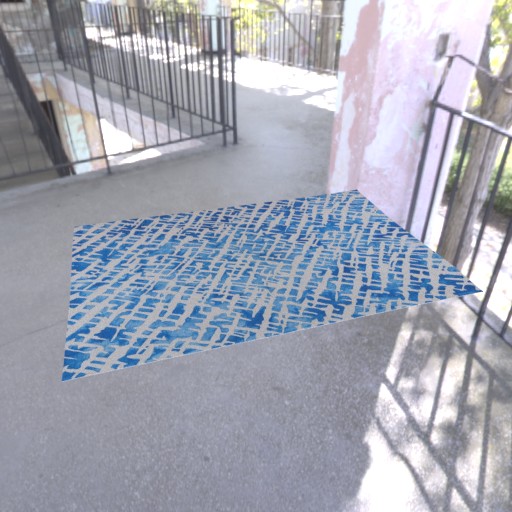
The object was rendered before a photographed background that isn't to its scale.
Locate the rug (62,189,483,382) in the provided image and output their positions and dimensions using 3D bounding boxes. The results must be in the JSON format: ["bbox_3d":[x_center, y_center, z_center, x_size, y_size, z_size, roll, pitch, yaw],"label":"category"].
[{"bbox_3d":[0.000,0.000,2.303,1.830,0.011,1.209,-9,33,-14],"label":"rug"}]
